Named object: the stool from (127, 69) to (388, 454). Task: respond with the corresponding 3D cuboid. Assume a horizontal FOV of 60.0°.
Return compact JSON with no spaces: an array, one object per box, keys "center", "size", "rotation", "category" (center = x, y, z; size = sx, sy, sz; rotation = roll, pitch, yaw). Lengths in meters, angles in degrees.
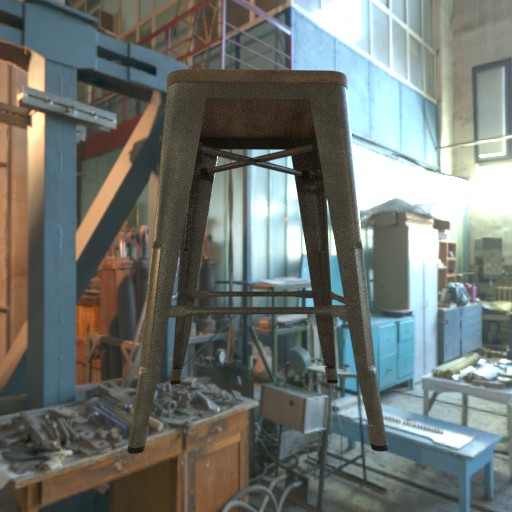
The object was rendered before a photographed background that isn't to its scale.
[{"center":[0.000,0.000,0.886],"size":[0.407,0.607,0.407],"rotation":[0,-1,-1],"category":"stool"}]
